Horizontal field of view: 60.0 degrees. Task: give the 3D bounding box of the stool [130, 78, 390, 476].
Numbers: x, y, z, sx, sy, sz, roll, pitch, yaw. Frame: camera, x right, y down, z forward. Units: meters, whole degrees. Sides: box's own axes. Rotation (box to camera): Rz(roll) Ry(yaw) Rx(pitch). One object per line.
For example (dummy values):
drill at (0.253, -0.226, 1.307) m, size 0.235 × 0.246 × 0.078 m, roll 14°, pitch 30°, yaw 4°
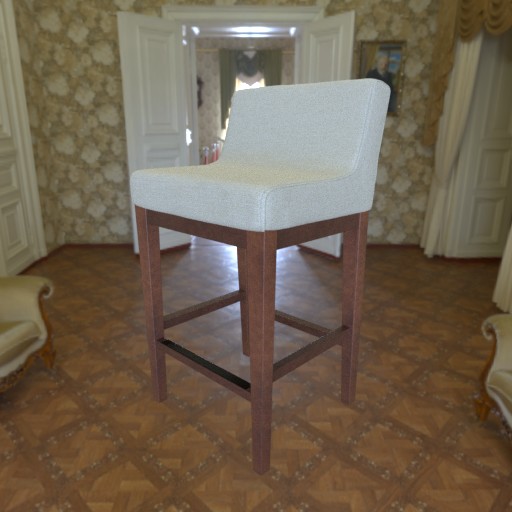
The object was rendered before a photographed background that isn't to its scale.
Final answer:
stool at (0.000, 0.000, 1.256) m, size 0.511 × 0.937 × 0.500 m, roll 15°, pitch 22°, yaw 41°
